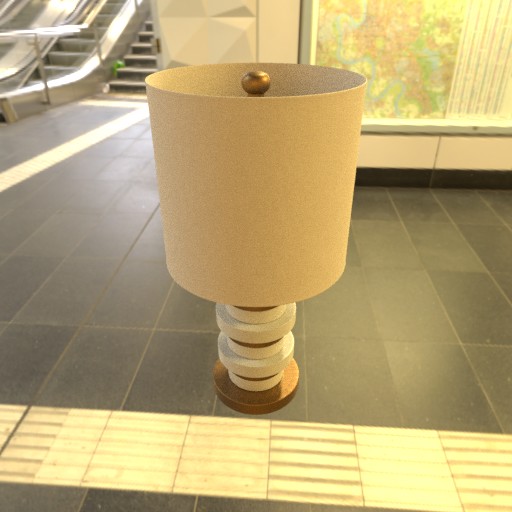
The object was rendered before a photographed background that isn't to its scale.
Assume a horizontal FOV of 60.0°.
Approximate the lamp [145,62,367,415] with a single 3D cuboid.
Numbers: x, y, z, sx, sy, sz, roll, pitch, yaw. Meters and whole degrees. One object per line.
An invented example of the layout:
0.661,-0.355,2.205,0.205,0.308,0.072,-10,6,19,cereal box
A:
0.000,0.000,0.528,0.210,0.410,0.210,-8,31,-13,lamp
